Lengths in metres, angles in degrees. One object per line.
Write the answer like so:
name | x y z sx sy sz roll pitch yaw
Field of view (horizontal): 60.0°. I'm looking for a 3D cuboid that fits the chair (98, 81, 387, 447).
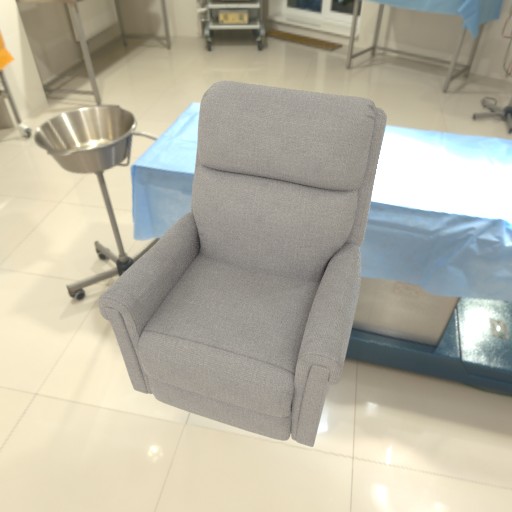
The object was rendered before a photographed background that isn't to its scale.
chair | 0.000 0.000 1.750 0.838 1.054 1.014 13 43 14
